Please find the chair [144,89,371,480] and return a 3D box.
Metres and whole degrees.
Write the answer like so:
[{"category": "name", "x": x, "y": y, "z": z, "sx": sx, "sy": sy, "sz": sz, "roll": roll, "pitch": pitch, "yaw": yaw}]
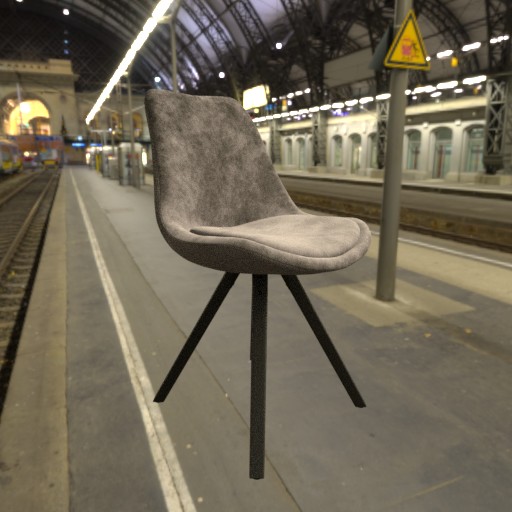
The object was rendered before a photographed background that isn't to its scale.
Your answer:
[{"category": "chair", "x": 0.000, "y": 0.000, "z": 1.154, "sx": 0.485, "sy": 0.850, "sz": 0.550, "roll": -12, "pitch": 17, "yaw": -43}]
